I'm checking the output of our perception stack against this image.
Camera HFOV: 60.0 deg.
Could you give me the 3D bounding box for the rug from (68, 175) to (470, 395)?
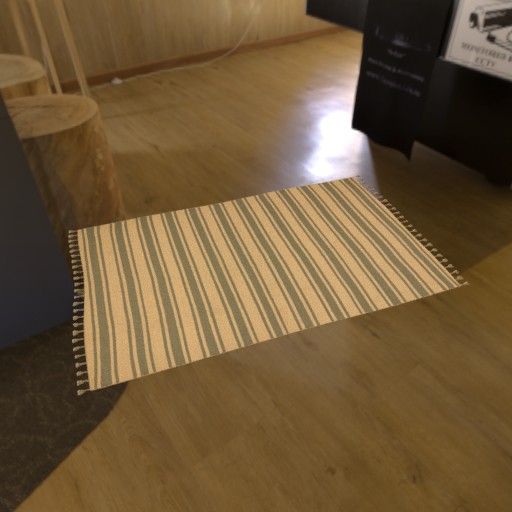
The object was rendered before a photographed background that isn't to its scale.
[{"bbox_3d":[0.000,0.000,2.606,2.084,0.009,1.222,-13,43,-14],"label":"rug"}]
